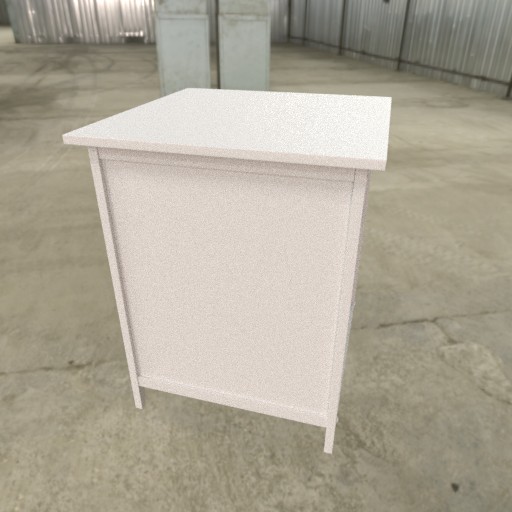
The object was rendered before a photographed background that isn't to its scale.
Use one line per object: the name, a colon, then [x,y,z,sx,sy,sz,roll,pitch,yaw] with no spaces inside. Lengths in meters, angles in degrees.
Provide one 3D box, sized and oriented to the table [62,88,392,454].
table: [0.000,0.000,0.768,0.381,0.483,0.381,8,30,14]
